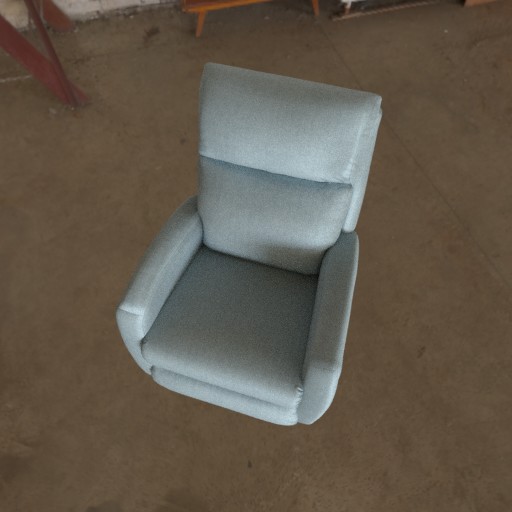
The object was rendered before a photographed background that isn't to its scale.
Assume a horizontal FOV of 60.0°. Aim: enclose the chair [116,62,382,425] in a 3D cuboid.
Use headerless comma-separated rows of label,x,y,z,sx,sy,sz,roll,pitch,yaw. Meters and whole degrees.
chair,0.000,0.000,1.654,0.794,1.016,0.940,15,59,9
